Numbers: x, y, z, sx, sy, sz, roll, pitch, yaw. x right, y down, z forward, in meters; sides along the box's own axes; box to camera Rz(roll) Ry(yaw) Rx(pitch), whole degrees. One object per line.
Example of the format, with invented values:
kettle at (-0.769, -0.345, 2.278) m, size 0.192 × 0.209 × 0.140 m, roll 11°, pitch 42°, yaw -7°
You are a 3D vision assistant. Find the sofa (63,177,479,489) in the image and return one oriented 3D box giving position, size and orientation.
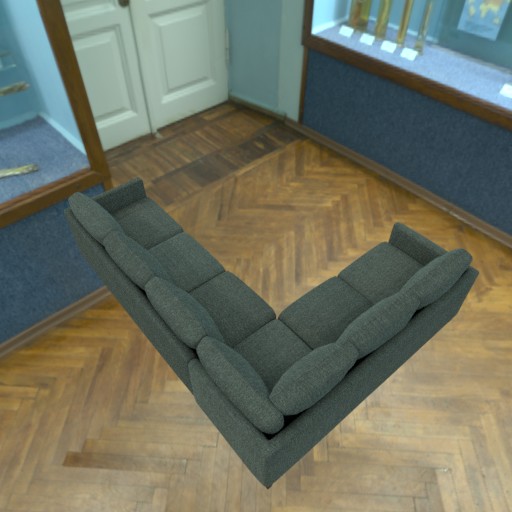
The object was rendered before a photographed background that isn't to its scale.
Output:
sofa at (0.000, 0.000, 4.468) m, size 2.593 × 0.947 × 3.302 m, roll -31°, pitch 54°, yaw -26°
